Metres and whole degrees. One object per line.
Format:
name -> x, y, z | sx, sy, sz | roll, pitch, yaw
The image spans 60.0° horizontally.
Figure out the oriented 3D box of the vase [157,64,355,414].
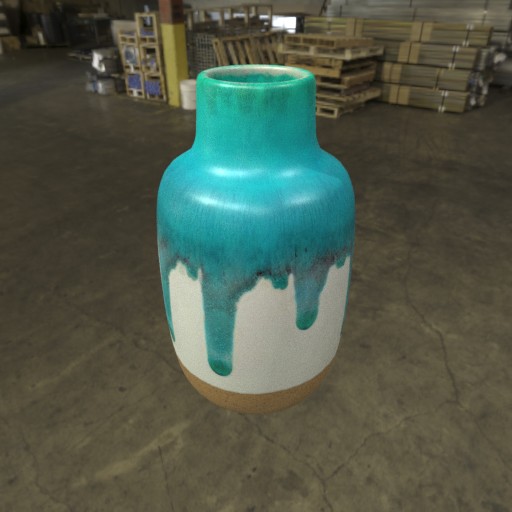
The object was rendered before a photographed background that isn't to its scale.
vase -> 0.000, 0.000, 0.248 | 0.106, 0.192, 0.106 | 0, 32, 0
